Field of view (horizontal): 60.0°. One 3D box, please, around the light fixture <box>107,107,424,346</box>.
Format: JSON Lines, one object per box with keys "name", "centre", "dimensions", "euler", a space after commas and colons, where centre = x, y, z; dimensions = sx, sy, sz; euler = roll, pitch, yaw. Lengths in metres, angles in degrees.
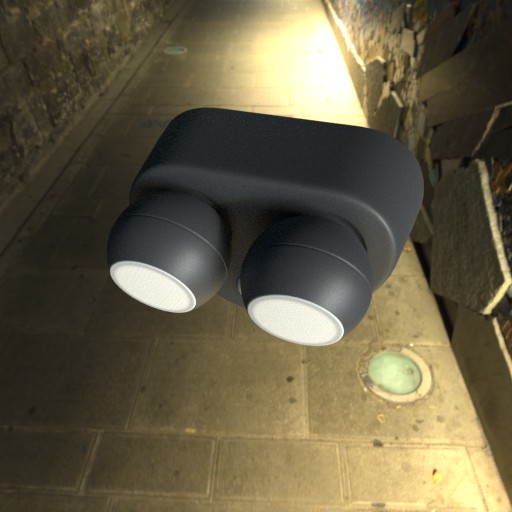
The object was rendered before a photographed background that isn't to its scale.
{"name": "light fixture", "centre": [0.000, 0.000, 0.339], "dimensions": [0.229, 0.159, 0.159], "euler": [12, 42, 13]}
